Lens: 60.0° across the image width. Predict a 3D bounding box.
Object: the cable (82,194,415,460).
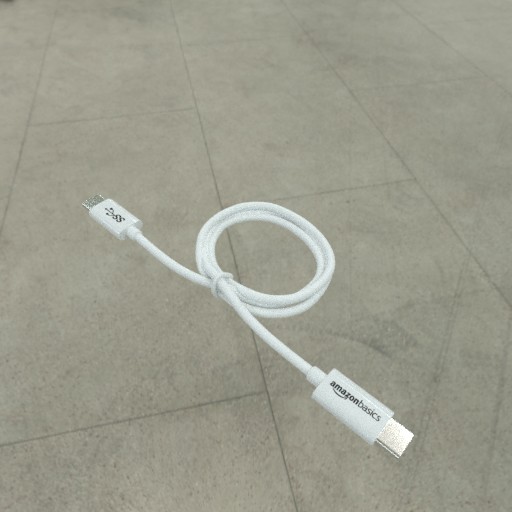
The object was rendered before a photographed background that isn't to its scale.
[{"bbox_3d":[0.000,0.000,0.201,0.186,0.014,0.070,34,56,27],"label":"cable"}]
